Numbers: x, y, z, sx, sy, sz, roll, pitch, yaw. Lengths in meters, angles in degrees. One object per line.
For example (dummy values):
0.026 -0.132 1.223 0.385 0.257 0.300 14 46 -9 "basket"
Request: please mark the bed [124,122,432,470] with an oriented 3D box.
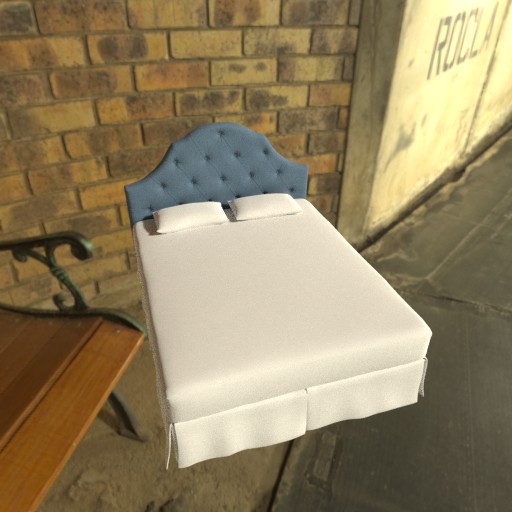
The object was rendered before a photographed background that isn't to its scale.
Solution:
0.000 0.000 3.784 2.039 1.617 2.477 -10 34 -15 "bed"
